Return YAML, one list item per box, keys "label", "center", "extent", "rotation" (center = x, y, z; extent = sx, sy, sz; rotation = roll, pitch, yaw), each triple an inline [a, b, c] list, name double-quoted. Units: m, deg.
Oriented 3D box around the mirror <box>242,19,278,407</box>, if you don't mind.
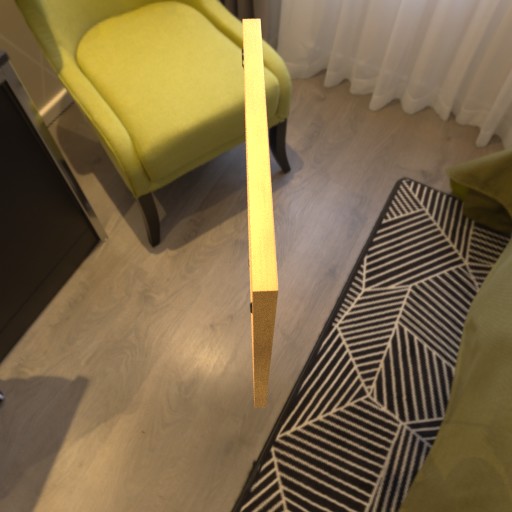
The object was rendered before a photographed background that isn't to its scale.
- label: "mirror"
  center: [0.000, 0.000, 1.165]
  extent: [0.041, 0.915, 0.609]
  rotation: [-2, 61, -1]
